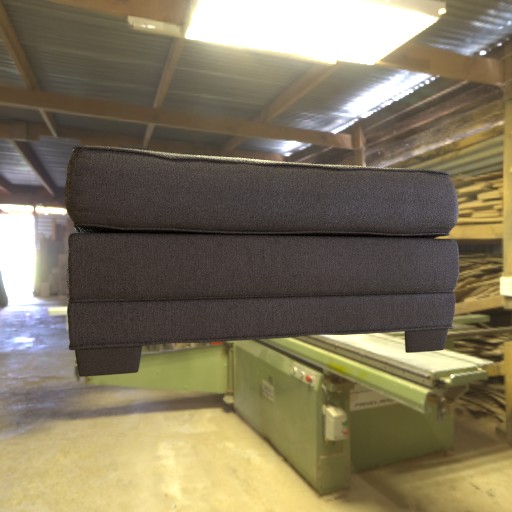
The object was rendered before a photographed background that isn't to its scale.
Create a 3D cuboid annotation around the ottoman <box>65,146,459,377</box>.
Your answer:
[{"bbox_3d":[0.000,0.000,1.126,0.864,0.448,0.490,0,0,-17],"label":"ottoman"}]
